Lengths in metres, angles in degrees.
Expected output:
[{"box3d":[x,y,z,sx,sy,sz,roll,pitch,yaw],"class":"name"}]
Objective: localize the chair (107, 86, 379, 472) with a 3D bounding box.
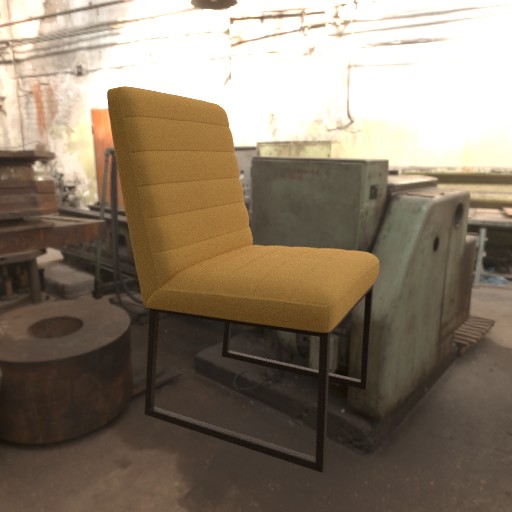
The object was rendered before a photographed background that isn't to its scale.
[{"box3d":[0.000,0.000,1.310,0.634,0.930,0.520,6,14,26],"class":"chair"}]
